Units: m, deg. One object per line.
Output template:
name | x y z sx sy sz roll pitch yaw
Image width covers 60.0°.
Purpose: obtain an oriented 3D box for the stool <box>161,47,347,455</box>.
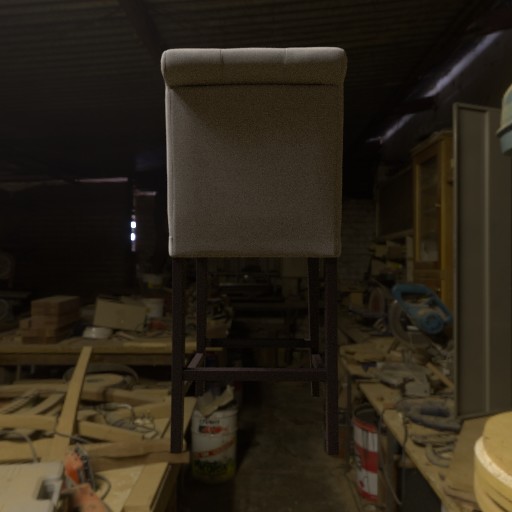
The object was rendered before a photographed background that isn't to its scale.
stool | 0.000 0.000 1.366 0.493 1.040 0.601 0 0 1
